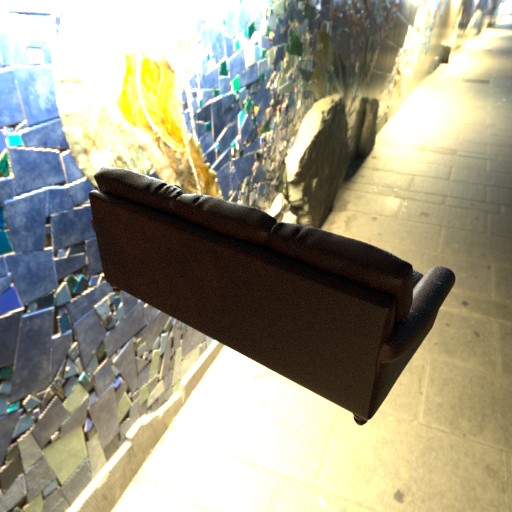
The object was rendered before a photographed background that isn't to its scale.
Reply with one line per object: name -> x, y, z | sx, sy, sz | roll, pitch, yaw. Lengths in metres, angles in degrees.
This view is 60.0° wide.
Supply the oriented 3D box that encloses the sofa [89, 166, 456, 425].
sofa -> 0.000, 0.000, 2.930 | 2.351, 0.977, 0.973 | 21, 36, 32
